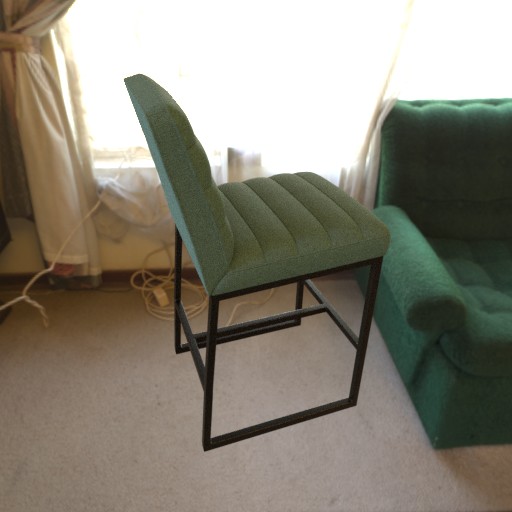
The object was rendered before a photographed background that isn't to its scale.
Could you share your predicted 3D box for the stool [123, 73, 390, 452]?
[{"bbox_3d":[0.000,0.000,1.248,0.560,0.940,0.460,-10,32,-17],"label":"stool"}]
